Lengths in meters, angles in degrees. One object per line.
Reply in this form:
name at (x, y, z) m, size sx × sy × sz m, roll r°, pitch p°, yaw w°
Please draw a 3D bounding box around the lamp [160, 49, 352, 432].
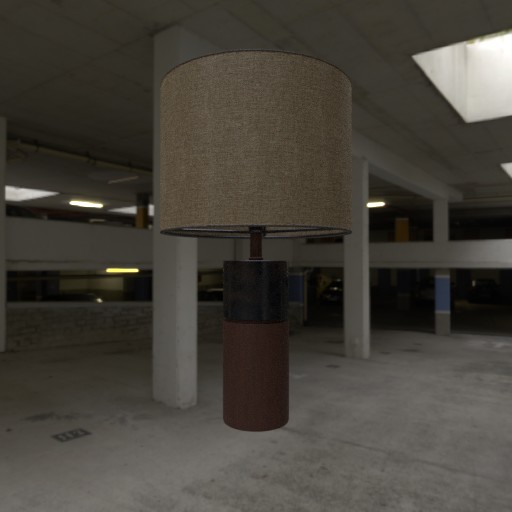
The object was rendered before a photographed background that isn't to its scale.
lamp at (0.000, 0.000, 0.476) m, size 0.202 × 0.350 × 0.202 m, roll 0°, pitch -1°, yaw 0°
